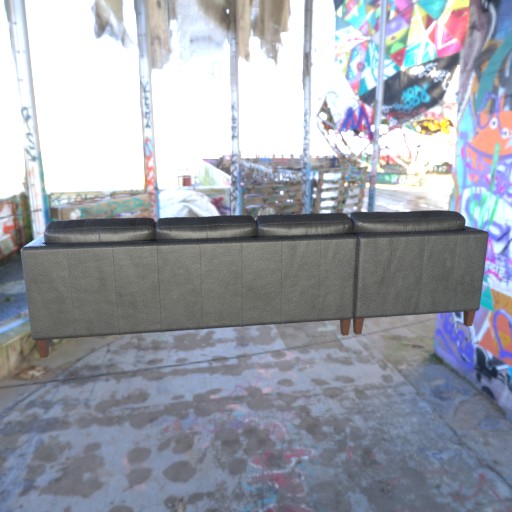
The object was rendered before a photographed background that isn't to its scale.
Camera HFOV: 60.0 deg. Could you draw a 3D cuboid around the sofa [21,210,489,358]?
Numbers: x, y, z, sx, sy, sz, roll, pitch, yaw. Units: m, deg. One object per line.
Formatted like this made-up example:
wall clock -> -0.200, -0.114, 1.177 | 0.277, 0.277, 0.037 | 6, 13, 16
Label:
sofa -> 0.000, 0.000, 3.791 | 3.203, 0.883, 1.581 | -2, 14, -10
